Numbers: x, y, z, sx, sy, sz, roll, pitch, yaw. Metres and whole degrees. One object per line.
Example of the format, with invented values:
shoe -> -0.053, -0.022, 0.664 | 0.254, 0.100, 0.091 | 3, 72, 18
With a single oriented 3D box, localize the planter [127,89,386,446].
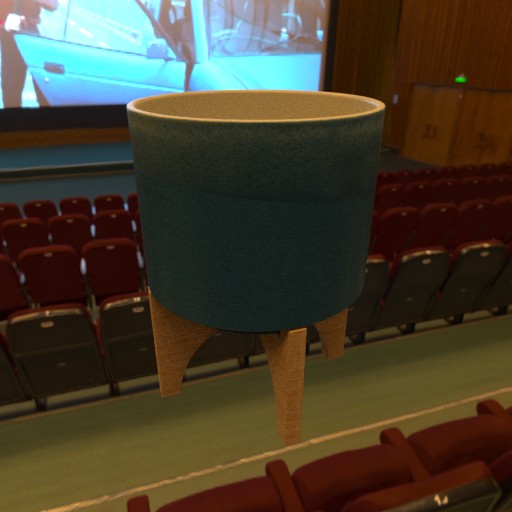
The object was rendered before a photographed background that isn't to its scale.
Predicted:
planter -> 0.000, 0.000, 0.396 | 0.192, 0.263, 0.192 | 0, 26, 0
